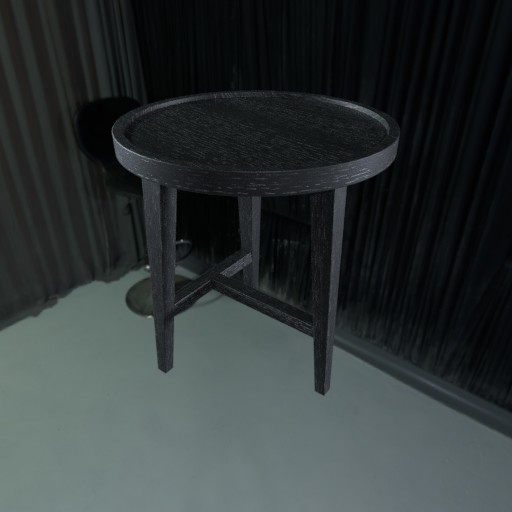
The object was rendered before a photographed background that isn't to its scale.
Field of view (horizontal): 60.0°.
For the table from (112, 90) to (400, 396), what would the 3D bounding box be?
[{"bbox_3d":[0.000,0.000,0.758,0.399,0.460,0.399,0,32,0],"label":"table"}]
